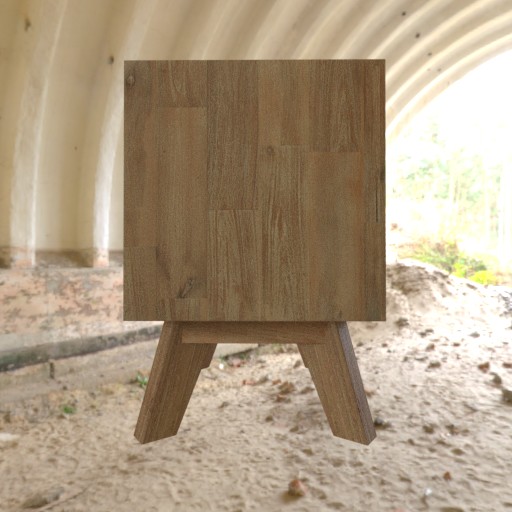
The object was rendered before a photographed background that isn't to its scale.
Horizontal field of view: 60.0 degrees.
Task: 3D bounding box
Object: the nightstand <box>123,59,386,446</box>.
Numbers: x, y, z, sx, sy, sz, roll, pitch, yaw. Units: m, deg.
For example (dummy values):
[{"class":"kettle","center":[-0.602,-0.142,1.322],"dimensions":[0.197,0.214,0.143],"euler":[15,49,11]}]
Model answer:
[{"class":"nightstand","center":[0.000,0.000,0.943],"dimensions":[0.396,0.589,0.552],"euler":[0,-1,1]}]
